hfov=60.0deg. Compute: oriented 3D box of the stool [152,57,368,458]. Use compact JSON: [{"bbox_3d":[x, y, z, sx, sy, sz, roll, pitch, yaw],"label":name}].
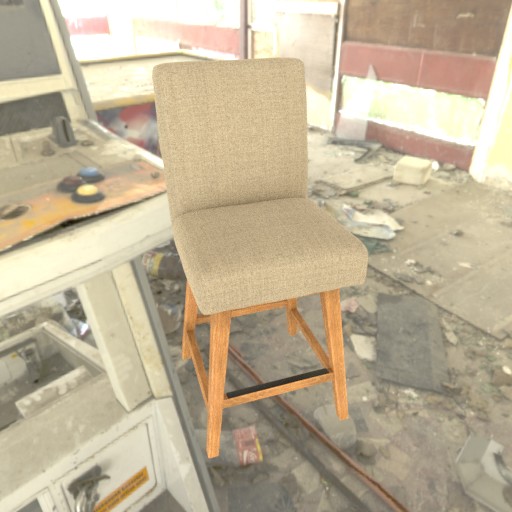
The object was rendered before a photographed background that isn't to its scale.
[{"bbox_3d":[0.000,0.000,1.304,0.459,1.010,0.526,-10,32,-15],"label":"stool"}]
